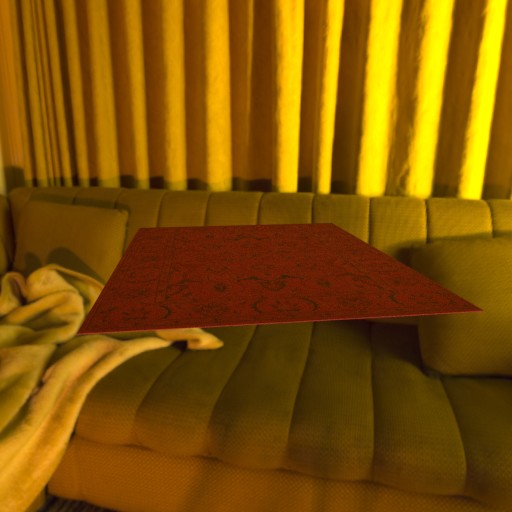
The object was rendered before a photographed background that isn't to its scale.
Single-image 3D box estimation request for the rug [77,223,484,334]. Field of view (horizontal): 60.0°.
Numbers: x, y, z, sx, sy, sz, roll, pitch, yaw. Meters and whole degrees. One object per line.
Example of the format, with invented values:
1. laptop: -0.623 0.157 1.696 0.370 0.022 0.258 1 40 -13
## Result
1. rug: 0.000 0.000 3.857 2.300 0.012 2.929 -2 15 -8
